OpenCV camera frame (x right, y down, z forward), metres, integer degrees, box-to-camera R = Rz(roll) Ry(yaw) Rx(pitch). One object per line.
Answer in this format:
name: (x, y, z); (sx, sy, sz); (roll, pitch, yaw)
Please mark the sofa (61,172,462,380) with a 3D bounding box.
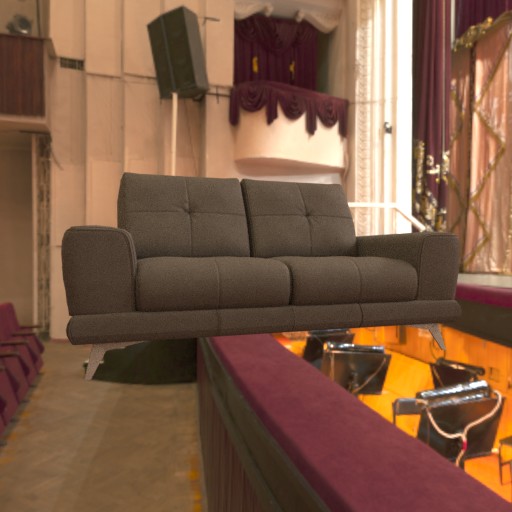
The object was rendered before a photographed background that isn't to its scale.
sofa: (0.000, 0.000, 2.319); (1.806, 0.907, 1.018); (0, 0, -18)
